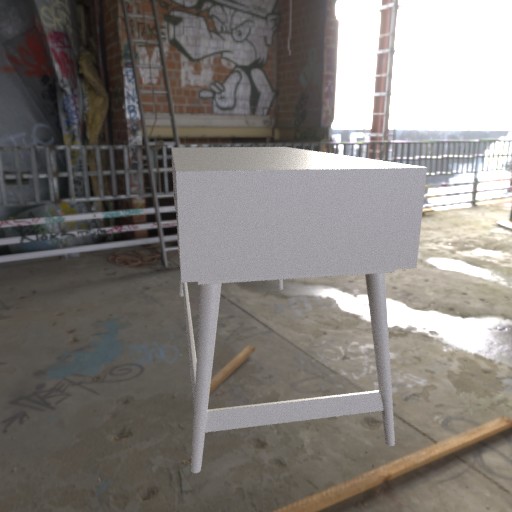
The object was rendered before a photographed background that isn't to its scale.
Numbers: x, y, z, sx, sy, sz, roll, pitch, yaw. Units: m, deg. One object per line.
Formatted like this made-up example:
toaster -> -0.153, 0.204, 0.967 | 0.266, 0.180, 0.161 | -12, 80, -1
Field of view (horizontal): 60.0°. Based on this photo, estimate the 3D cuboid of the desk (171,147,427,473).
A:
desk -> 0.000, 0.000, 1.696 | 0.589, 0.762, 1.313 | -3, 16, -10
